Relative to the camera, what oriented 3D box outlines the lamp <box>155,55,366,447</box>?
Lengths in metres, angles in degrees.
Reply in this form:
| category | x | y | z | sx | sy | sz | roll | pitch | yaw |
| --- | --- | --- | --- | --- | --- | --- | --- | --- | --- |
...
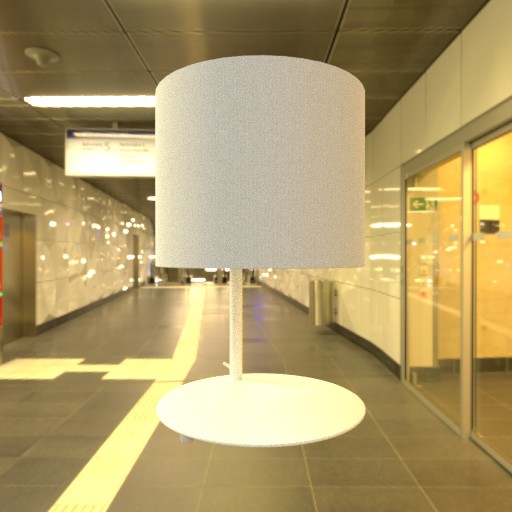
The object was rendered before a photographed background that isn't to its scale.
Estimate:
| category | x | y | z | sx | sy | sz | roll | pitch | yaw |
| --- | --- | --- | --- | --- | --- | --- | --- | --- | --- |
| lamp | 0.000 | 0.000 | 0.667 | 0.299 | 0.454 | 0.341 | 0 | 0 | -19 |
